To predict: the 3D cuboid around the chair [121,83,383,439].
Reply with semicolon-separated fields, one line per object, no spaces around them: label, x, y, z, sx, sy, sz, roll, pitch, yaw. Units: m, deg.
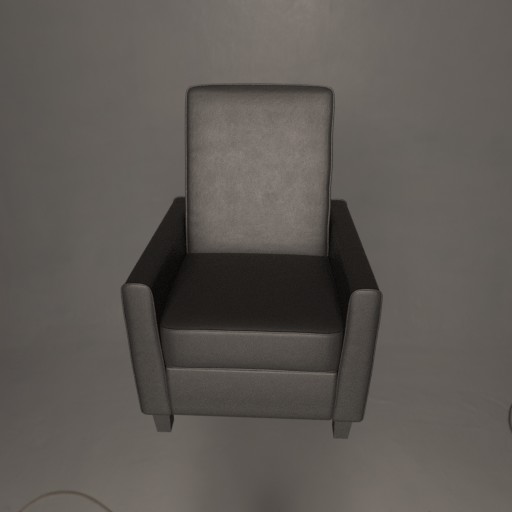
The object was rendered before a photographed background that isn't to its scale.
chair;0.000;0.000;1.511;0.705;1.013;0.746;1;30;2
